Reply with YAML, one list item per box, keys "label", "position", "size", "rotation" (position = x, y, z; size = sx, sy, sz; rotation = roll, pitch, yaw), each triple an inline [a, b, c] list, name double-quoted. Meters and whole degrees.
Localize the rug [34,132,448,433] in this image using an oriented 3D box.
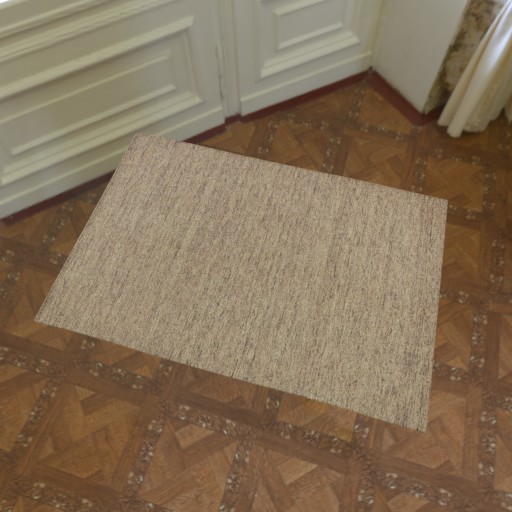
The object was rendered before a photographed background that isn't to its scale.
- label: "rug"
  position: [0.000, 0.000, 2.813]
  size: [2.283, 0.013, 1.547]
  rotation: [14, 62, 7]
